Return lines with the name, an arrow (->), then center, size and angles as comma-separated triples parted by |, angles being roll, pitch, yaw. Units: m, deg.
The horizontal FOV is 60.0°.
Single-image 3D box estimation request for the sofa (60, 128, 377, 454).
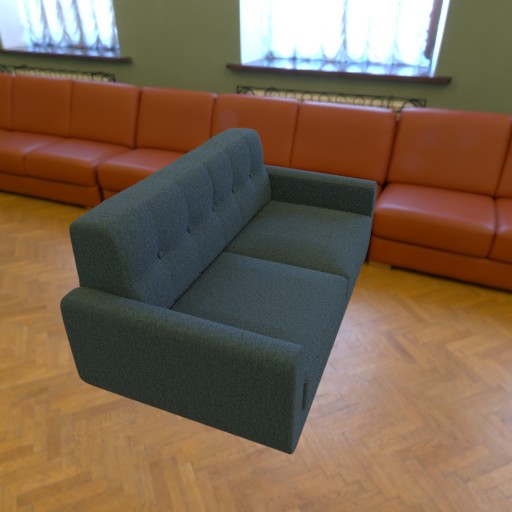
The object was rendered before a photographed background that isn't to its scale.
sofa -> 0.000, 0.000, 2.217 | 0.942, 0.896, 1.651 | 12, 33, 19
